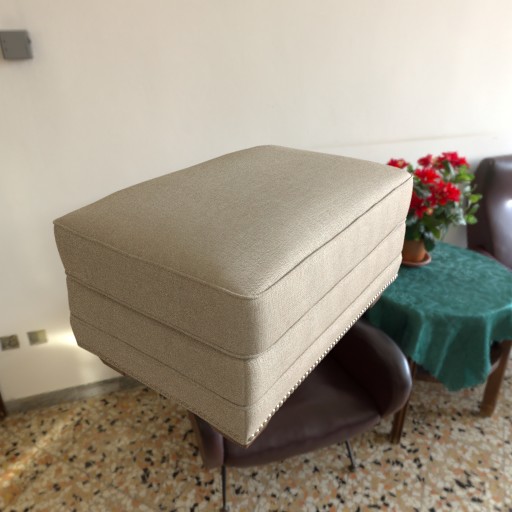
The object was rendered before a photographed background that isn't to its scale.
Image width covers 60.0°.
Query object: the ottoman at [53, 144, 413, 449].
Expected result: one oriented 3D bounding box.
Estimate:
[{"bbox_3d":[0.000,0.000,1.164,0.559,0.458,0.813,18,31,31],"label":"ottoman"}]
